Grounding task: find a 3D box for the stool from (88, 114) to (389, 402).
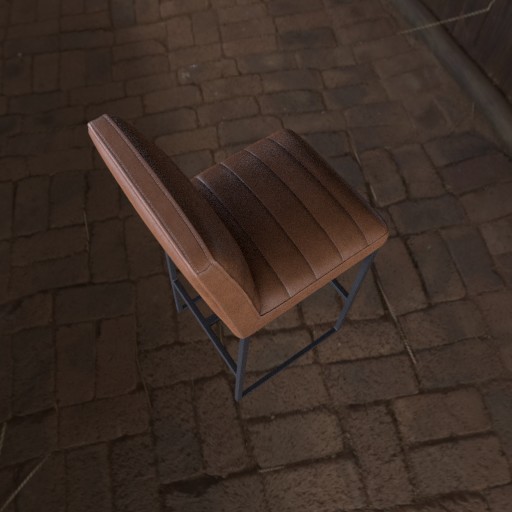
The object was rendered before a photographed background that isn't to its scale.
[{"bbox_3d":[0.000,0.000,1.312,0.556,1.040,0.458,-31,65,-17],"label":"stool"}]
